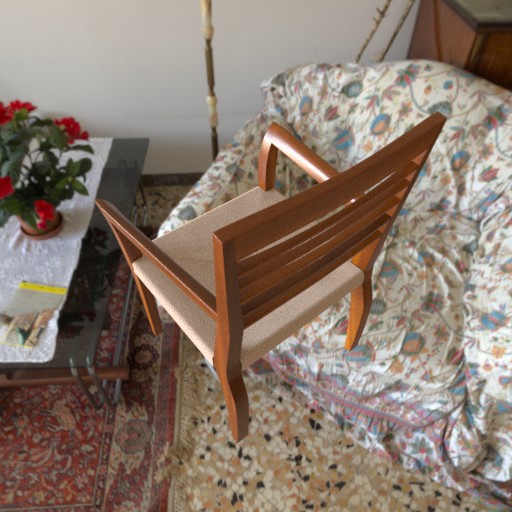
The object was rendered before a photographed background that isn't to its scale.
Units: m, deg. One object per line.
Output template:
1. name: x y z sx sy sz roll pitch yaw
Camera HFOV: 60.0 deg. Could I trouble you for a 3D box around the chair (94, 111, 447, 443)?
1. chair: 0.000 0.000 1.199 0.587 0.855 0.540 -31 54 -26
